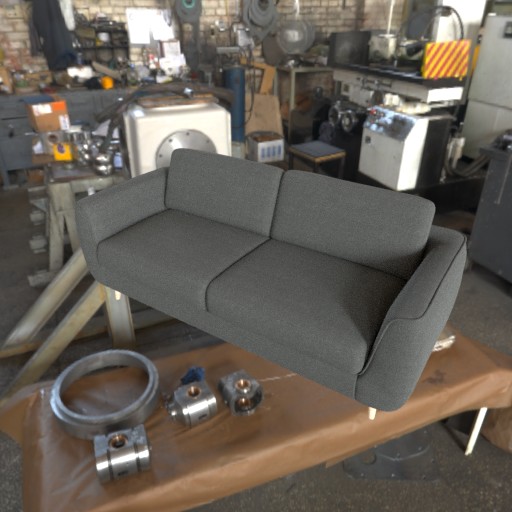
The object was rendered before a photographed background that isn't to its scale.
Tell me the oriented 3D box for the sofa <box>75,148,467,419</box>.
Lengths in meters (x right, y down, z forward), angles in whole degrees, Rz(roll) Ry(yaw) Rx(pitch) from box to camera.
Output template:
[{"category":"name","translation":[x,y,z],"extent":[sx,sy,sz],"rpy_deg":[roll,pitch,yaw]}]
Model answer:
[{"category":"sofa","translation":[0.000,0.000,2.427],"extent":[2.000,0.850,0.920],"rpy_deg":[18,34,29]}]
